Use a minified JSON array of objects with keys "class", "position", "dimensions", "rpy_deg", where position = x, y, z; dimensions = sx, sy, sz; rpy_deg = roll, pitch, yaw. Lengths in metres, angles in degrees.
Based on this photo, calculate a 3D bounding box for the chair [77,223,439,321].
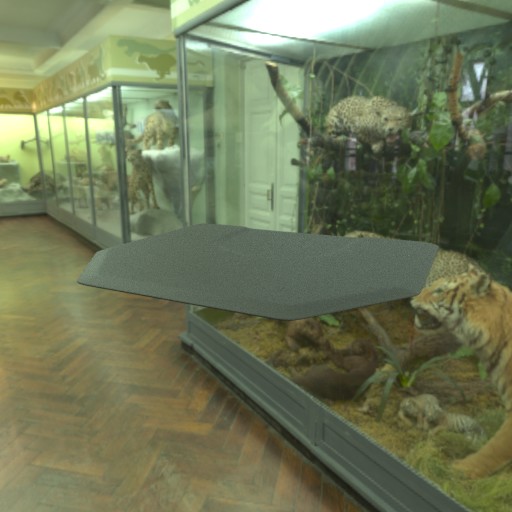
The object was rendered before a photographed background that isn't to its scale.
[{"class":"chair","position":[0.000,0.000,1.886],"dimensions":[1.372,0.024,1.219],"rpy_deg":[7,15,25]}]
